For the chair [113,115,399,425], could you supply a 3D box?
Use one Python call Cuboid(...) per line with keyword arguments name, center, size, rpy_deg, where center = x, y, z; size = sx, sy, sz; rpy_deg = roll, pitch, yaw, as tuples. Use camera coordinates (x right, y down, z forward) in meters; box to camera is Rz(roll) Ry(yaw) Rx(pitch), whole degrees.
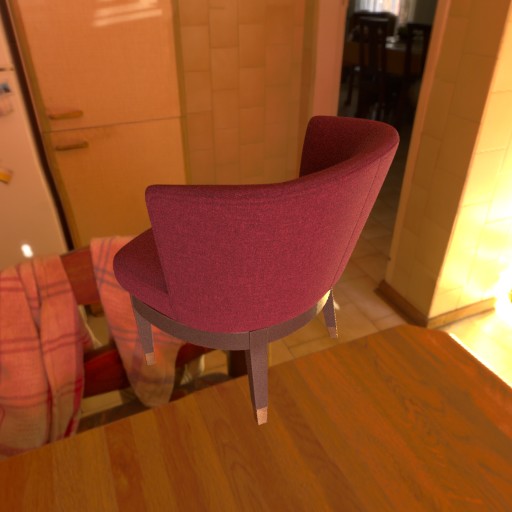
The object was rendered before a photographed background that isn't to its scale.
Cuboid(name="chair", center=(0.000, 0.000, 1.306), size=(0.660, 0.760, 0.700), rpy_deg=(21, 38, 30))
